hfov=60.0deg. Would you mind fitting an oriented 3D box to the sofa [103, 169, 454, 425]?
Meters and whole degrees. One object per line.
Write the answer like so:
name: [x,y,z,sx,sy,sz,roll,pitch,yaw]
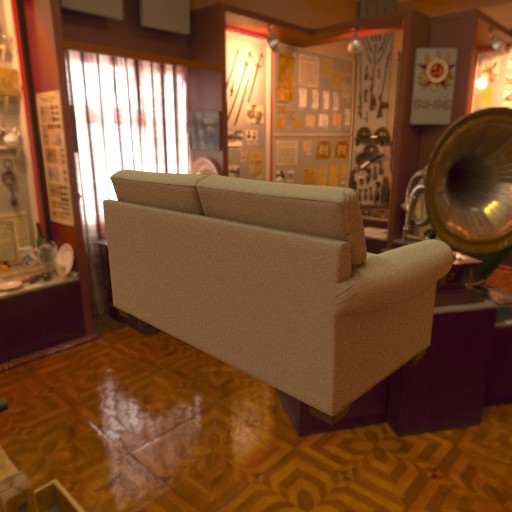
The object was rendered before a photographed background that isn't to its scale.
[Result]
sofa: [0.000,0.000,2.528,1.930,0.952,0.940,14,20,43]
